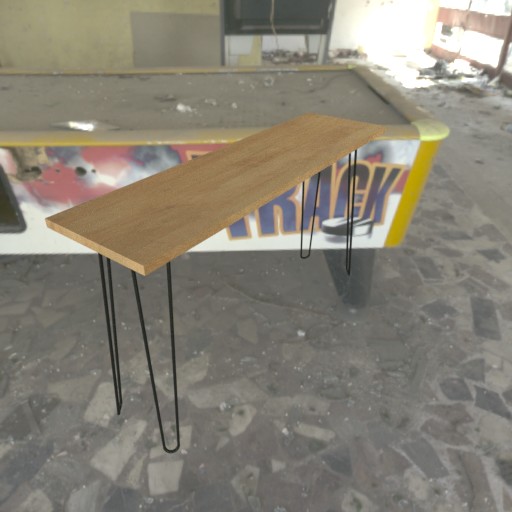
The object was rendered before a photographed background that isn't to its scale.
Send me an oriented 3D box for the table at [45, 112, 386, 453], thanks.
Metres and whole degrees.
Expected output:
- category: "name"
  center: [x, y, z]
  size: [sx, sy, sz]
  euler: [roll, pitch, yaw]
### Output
- category: "table"
  center: [0.000, 0.000, 1.795]
  size: [0.399, 0.799, 1.400]
  euler: [21, 38, 30]
